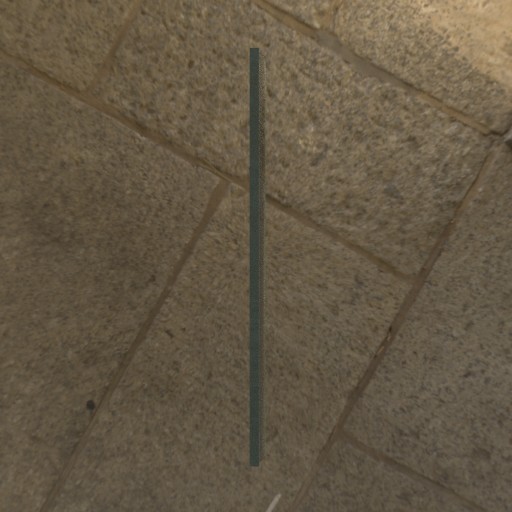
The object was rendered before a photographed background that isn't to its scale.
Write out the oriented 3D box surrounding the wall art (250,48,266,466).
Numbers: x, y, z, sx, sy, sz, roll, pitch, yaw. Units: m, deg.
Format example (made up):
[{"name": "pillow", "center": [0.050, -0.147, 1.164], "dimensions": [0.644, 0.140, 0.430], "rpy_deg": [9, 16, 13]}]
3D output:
[{"name": "wall art", "center": [0.000, 0.000, 1.303], "dimensions": [0.030, 0.983, 0.767], "rpy_deg": [0, 90, 0]}]
